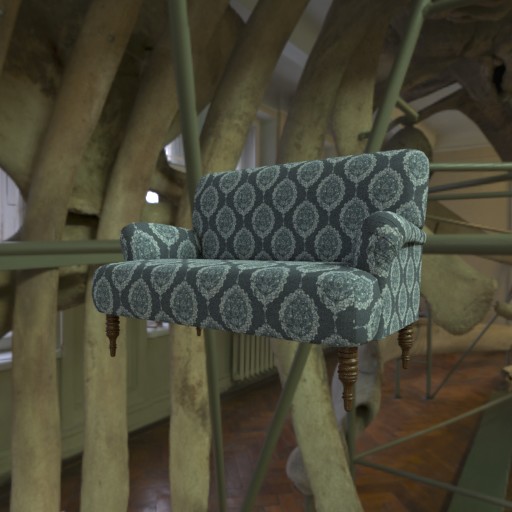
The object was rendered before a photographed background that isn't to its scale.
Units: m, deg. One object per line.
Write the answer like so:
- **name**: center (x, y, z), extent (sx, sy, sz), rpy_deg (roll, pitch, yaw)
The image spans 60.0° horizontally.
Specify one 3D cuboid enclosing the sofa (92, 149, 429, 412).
- **sofa**: center (0.000, 0.000, 1.825), extent (1.297, 0.867, 0.779), rpy_deg (1, 2, 36)
